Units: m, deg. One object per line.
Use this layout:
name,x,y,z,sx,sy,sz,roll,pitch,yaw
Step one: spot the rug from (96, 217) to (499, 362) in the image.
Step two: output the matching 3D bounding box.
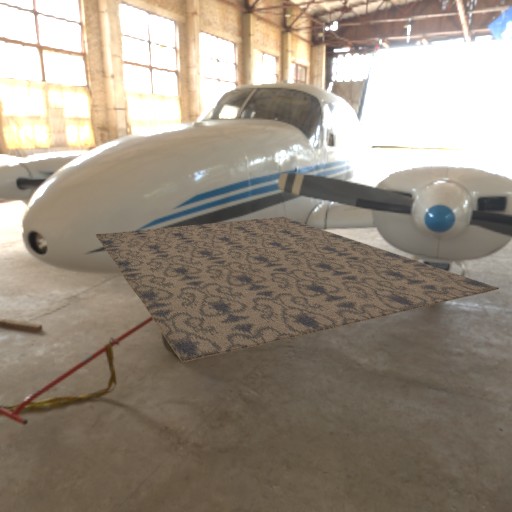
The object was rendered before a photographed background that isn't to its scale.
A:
rug,0.000,0.000,4.127,2.437,0.015,3.205,-8,17,-26
